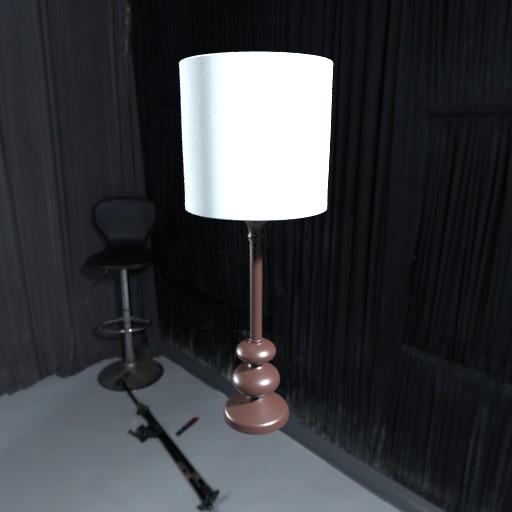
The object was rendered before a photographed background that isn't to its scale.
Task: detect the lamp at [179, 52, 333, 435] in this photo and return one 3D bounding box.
[{"bbox_3d":[0.000,0.000,0.833,0.254,0.690,0.254,-15,22,-41],"label":"lamp"}]
